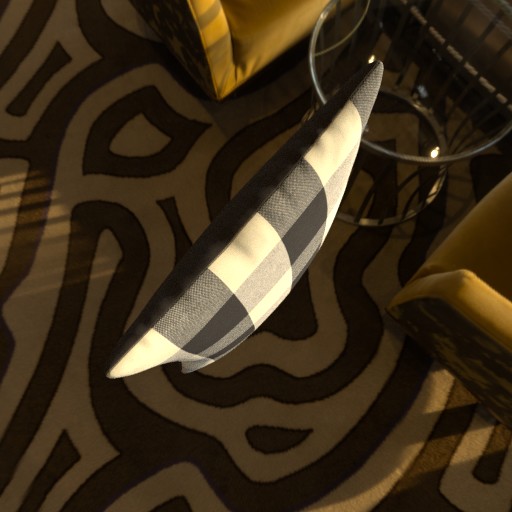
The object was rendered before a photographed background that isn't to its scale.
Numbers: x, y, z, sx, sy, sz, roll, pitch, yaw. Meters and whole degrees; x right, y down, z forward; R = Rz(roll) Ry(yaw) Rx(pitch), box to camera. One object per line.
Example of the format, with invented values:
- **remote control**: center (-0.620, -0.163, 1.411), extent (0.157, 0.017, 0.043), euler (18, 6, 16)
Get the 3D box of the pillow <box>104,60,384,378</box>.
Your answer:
- **pillow**: center (0.000, 0.000, 0.769), extent (0.161, 0.509, 0.511), euler (39, 79, 9)
